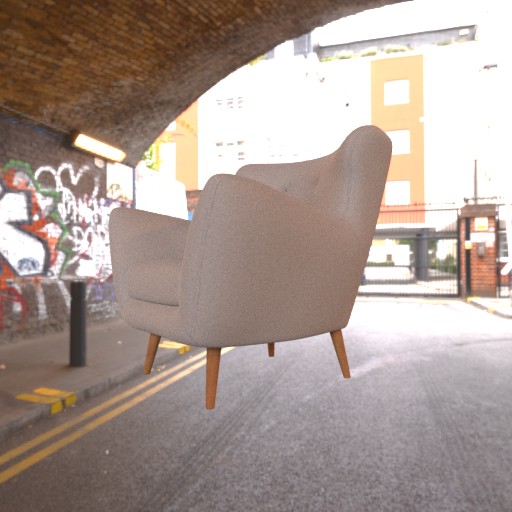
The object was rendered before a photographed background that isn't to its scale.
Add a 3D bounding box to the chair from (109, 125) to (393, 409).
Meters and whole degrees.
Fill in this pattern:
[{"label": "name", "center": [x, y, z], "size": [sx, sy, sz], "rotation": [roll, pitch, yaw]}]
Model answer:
[{"label": "chair", "center": [0.000, 0.000, 1.672], "size": [0.889, 0.889, 0.890], "rotation": [1, -1, -35]}]
